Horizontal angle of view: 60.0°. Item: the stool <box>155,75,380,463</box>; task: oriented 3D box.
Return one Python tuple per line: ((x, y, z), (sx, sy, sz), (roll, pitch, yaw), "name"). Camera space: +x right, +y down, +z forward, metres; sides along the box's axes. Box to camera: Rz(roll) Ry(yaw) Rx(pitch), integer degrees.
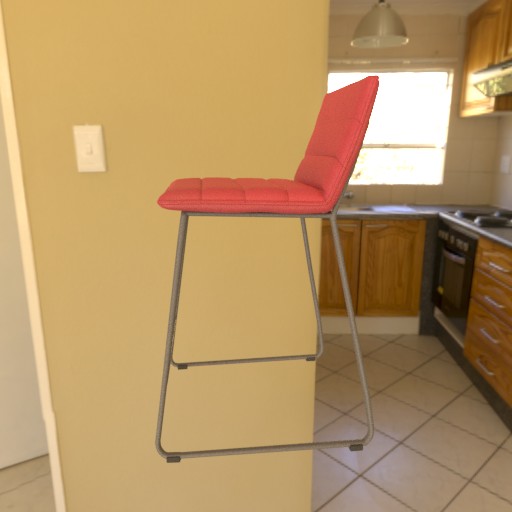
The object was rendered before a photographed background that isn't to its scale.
((0.000, 0.000, 1.179), (0.524, 0.866, 0.489), (-2, 14, -7), "stool")
